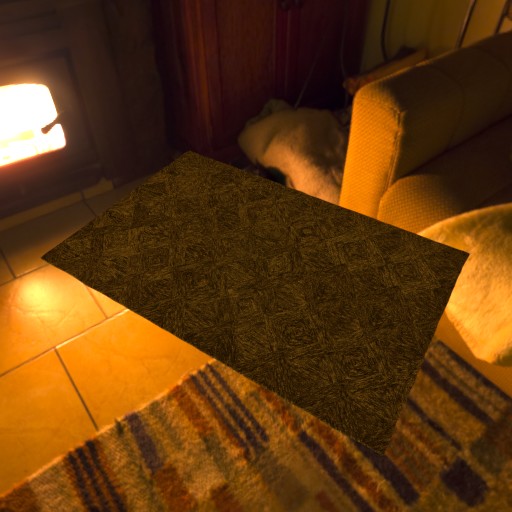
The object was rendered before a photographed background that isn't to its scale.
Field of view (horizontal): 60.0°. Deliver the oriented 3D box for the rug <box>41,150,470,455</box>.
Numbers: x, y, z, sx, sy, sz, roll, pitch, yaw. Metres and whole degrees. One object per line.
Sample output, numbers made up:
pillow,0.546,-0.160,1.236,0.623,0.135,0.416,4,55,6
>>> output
rug,0.000,0.000,2.227,1.808,0.011,1.189,24,50,22
